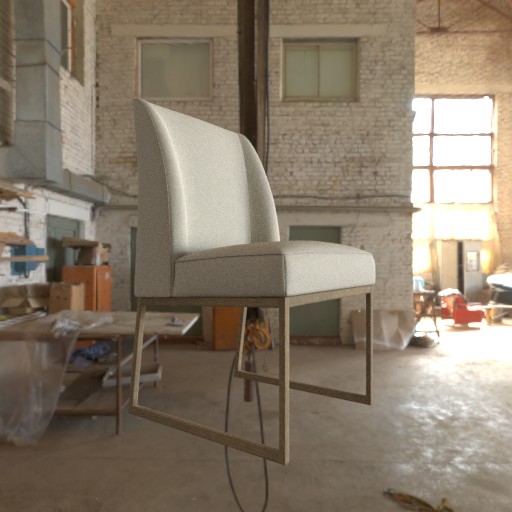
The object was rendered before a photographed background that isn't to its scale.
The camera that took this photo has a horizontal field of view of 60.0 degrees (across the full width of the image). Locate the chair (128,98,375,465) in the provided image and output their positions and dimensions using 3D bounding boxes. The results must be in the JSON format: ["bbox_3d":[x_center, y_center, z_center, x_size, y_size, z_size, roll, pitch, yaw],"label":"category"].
[{"bbox_3d":[0.000,0.000,1.250,0.522,0.863,0.508,0,0,37],"label":"chair"}]
